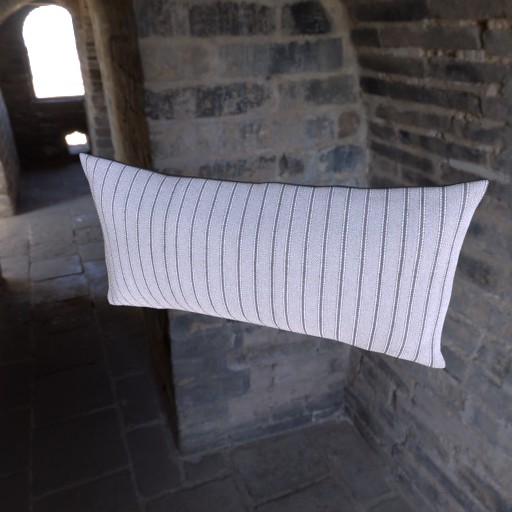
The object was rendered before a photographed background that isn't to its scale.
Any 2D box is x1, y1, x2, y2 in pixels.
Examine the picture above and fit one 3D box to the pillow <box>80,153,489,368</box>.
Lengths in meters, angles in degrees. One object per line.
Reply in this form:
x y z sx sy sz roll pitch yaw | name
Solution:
0.000 0.000 0.701 0.609 0.305 0.151 9 27 17 | pillow
